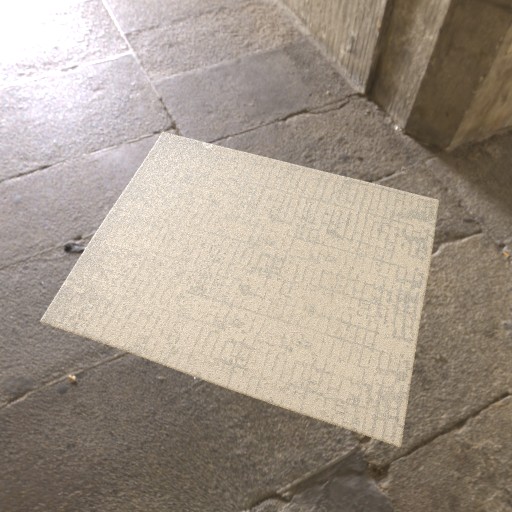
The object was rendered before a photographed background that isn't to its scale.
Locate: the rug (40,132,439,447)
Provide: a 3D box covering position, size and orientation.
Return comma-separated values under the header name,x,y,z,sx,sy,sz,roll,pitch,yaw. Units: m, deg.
name,x,y,z,sx,sy,sz,roll,pitch,yaw
rug,0.000,0.000,4.094,3.061,0.014,2.447,16,59,10
